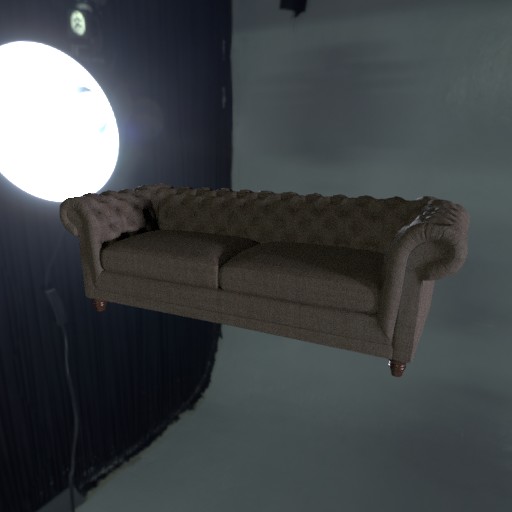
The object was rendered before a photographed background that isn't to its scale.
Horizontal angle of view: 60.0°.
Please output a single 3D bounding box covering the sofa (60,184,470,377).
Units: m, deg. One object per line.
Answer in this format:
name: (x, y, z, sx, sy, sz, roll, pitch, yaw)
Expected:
sofa: (0.000, 0.000, 2.787, 2.385, 0.787, 0.944, 7, 16, 26)
